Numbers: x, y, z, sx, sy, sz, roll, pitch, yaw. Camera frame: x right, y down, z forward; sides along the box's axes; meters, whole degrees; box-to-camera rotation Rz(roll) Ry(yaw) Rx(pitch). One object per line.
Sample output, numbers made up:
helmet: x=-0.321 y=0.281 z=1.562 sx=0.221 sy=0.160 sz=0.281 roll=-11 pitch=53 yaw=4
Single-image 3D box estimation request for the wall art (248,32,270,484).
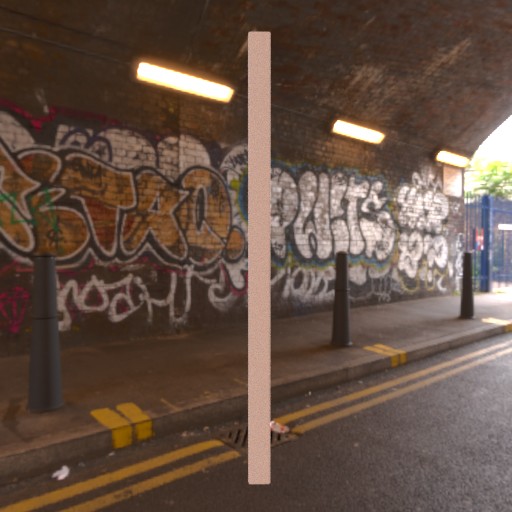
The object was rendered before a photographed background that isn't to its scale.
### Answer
wall art: x=0.000 y=0.000 z=1.490 sx=0.049 sy=1.009 sz=1.009 roll=0 pitch=1 yaw=-1
